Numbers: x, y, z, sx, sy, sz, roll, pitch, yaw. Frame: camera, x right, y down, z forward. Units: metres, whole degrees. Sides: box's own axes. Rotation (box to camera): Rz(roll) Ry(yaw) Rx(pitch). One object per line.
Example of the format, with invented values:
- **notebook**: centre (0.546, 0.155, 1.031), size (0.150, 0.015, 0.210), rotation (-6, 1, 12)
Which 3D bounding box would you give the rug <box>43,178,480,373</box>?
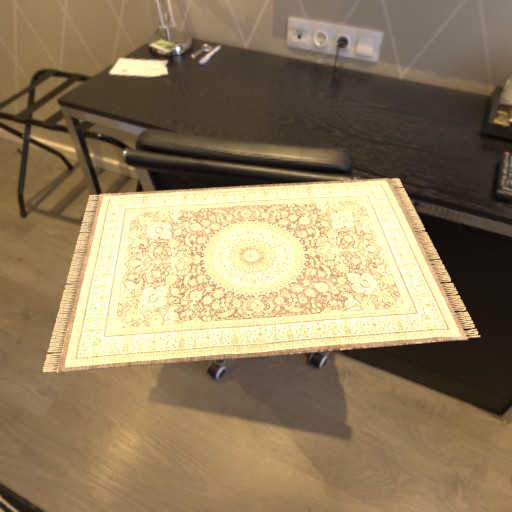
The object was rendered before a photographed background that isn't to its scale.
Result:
- **rug**: centre (0.000, 0.000, 4.166), size (3.422, 0.015, 2.143), rotation (-4, 47, -4)
